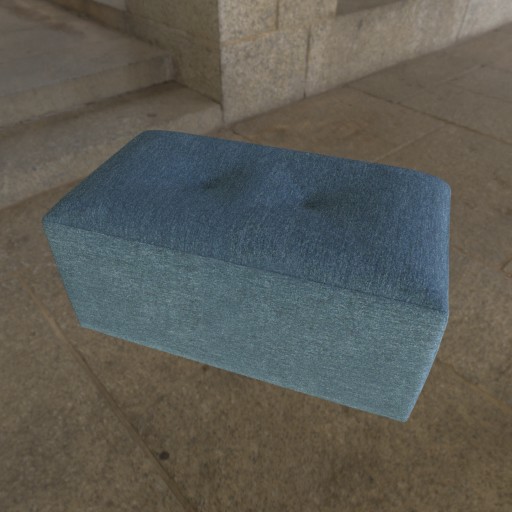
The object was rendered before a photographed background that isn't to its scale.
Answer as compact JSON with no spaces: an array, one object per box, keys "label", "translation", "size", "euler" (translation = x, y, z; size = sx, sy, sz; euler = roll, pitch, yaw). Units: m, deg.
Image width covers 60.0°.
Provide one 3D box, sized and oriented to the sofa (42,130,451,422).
[{"label":"sofa","translation":[0.000,0.000,1.197],"size":[0.930,0.470,0.480],"euler":[13,43,14]}]
